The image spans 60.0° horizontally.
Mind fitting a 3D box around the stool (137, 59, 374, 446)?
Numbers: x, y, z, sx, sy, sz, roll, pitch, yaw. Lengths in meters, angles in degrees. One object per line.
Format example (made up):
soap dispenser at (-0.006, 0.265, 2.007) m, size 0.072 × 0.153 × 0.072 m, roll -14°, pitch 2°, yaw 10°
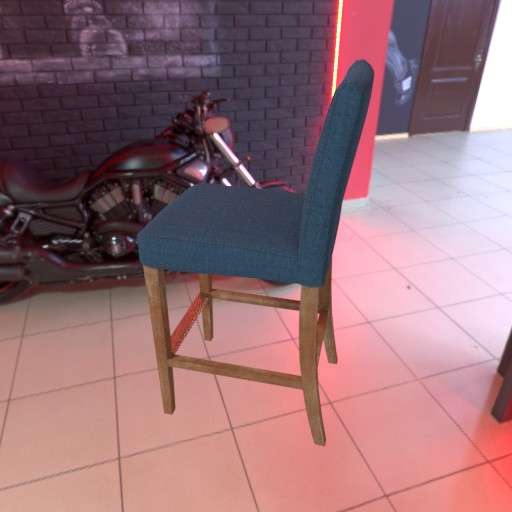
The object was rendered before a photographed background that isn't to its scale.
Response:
stool at (0.000, 0.000, 1.366) m, size 0.574 × 1.088 × 0.454 m, roll 7°, pitch 30°, yaw 13°
